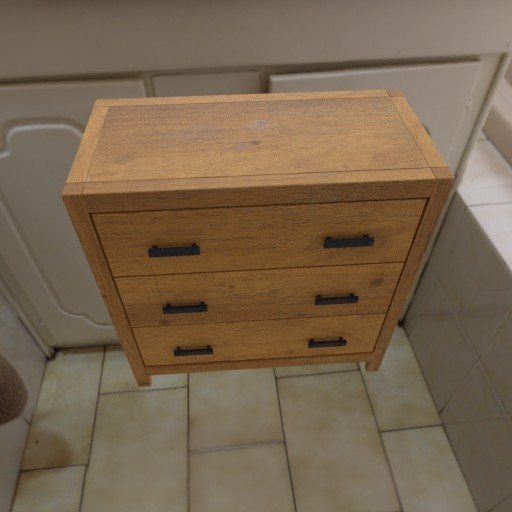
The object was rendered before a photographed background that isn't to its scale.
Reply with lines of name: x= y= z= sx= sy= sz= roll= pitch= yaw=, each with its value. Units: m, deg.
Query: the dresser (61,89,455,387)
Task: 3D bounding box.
dresser: x=0.000 y=0.000 z=1.319 sx=0.804 sy=0.804 sz=0.427 roll=-3 pitch=47 yaw=-3
